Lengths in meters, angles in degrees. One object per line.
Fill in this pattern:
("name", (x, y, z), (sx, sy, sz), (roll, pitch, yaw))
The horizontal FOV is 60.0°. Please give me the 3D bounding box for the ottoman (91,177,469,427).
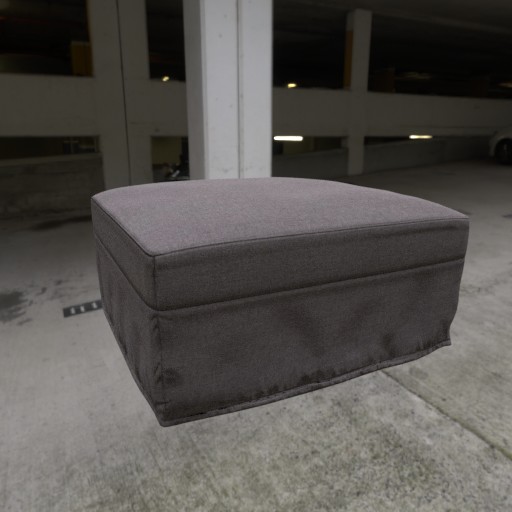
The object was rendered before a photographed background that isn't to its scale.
("ottoman", (0.000, 0.000, 1.334), (0.840, 0.436, 0.843), (-8, 17, -26))
